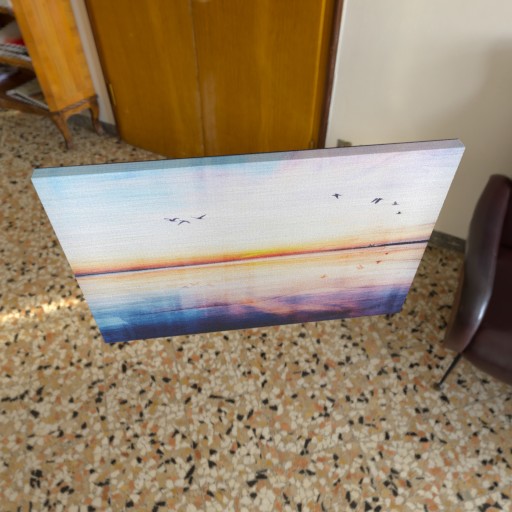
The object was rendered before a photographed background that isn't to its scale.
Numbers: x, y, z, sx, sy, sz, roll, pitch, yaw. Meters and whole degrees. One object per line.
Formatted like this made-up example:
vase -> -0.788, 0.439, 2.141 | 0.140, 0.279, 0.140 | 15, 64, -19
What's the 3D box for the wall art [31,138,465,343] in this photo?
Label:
wall art -> 0.000, 0.000, 1.154 | 0.911, 0.605, 0.037 | -5, 47, -5
